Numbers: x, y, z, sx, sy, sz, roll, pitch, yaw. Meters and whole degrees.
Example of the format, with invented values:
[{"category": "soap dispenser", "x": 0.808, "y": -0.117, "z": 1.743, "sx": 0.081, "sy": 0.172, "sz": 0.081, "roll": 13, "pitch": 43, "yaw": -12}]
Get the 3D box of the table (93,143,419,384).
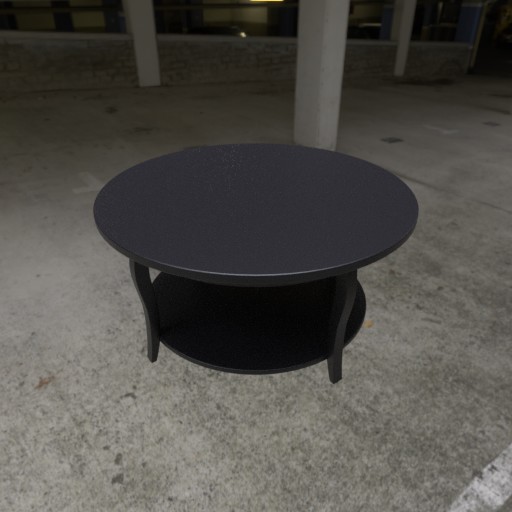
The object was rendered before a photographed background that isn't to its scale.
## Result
[{"category": "table", "x": 0.000, "y": 0.000, "z": 1.421, "sx": 0.914, "sy": 0.457, "sz": 0.914, "roll": 0, "pitch": 31, "yaw": 0}]
